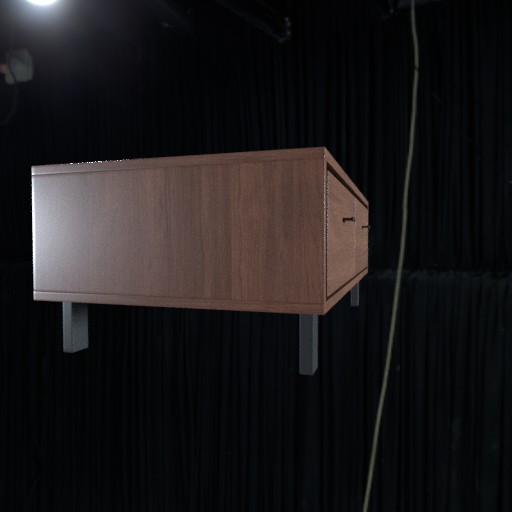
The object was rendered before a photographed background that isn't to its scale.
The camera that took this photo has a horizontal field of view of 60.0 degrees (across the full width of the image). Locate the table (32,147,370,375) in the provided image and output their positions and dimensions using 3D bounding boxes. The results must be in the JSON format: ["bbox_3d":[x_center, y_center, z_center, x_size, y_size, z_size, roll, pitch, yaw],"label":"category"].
[{"bbox_3d":[0.000,0.000,1.273,0.600,0.380,1.020,1,2,18],"label":"table"}]
